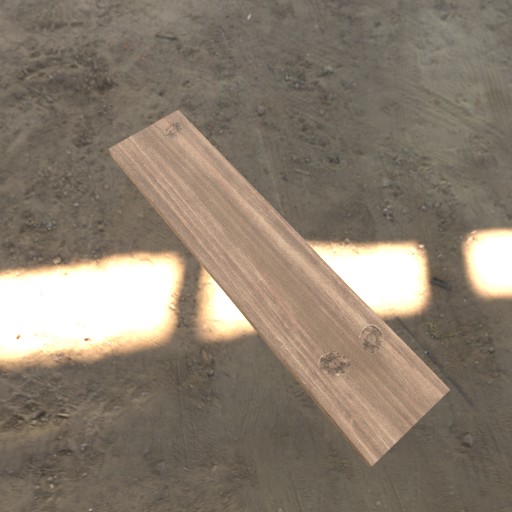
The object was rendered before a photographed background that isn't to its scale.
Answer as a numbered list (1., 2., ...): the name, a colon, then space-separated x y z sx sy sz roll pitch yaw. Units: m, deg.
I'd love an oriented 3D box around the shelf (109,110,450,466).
1. shelf: 0.000 0.000 0.656 0.140 0.020 0.610 -36 68 -16
